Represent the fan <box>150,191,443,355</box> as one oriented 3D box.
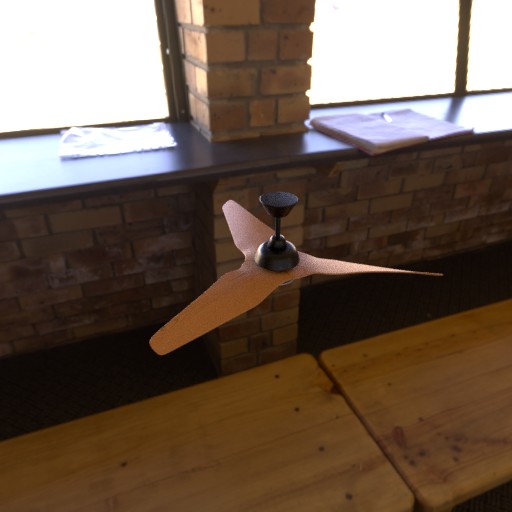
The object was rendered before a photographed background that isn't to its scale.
[{"bbox_3d":[0.000,0.000,1.661,1.142,0.355,1.010,21,36,31],"label":"fan"}]
